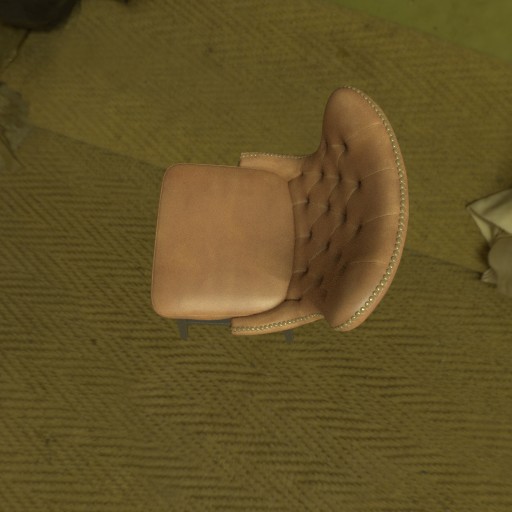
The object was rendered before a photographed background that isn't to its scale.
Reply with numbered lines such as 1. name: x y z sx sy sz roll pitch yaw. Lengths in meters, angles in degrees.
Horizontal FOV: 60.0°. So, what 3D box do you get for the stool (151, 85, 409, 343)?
1. stool: 0.000 0.000 1.360 0.601 1.050 0.528 2 75 1
